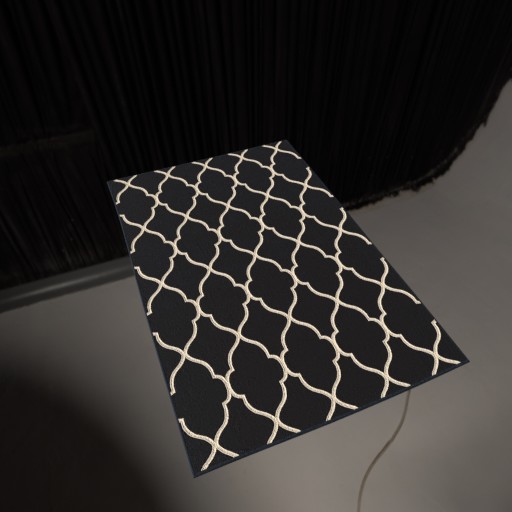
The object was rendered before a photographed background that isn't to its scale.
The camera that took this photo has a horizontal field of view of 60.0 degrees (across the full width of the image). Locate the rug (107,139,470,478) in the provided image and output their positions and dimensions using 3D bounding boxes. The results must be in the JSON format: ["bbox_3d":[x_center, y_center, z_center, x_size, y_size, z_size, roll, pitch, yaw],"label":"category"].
[{"bbox_3d":[0.000,0.000,2.862,1.528,0.014,2.294,-17,49,-15],"label":"rug"}]
